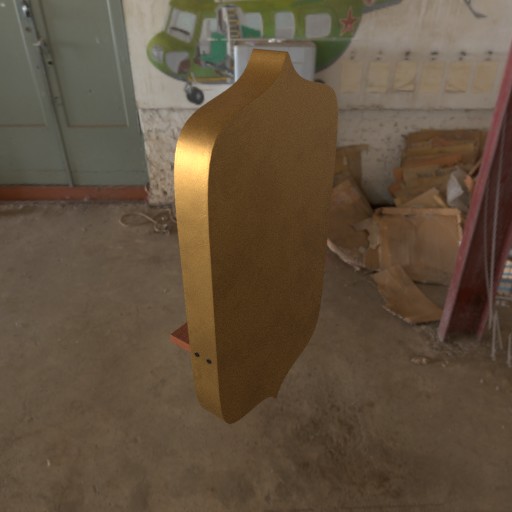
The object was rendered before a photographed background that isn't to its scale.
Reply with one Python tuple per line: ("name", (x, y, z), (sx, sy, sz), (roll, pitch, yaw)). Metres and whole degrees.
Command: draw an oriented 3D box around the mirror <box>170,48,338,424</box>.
("mirror", (0.000, 0.000, 0.719), (0.096, 0.613, 0.323), (21, 37, 30))
